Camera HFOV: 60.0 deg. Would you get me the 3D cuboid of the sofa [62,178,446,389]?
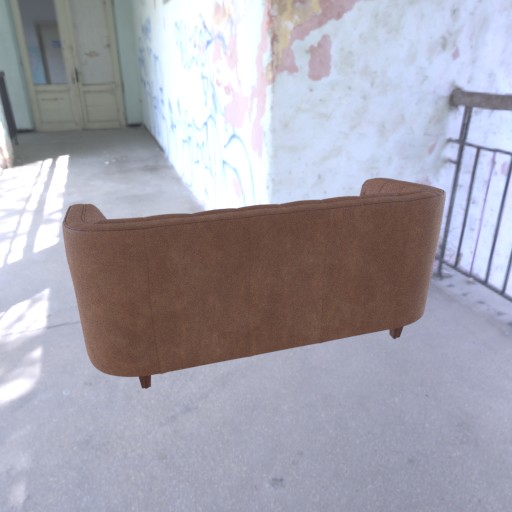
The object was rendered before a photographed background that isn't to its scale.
[{"bbox_3d":[0.000,0.000,2.263,1.755,0.786,0.914,-7,26,-15],"label":"sofa"}]
